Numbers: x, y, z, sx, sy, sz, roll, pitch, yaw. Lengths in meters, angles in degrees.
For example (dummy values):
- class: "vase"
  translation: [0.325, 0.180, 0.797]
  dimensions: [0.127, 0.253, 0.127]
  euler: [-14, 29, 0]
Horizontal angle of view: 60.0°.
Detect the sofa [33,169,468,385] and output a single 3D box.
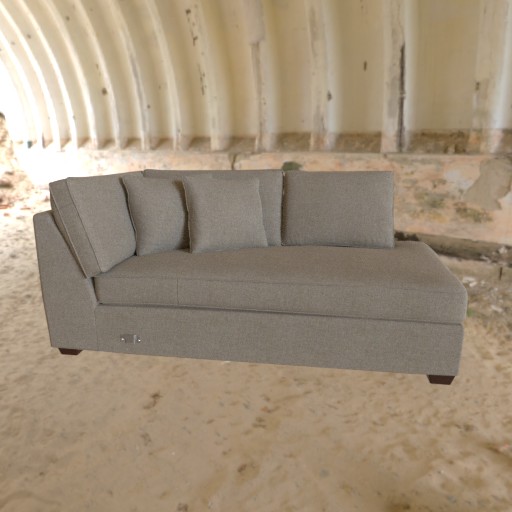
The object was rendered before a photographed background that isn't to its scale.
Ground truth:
- class: "sofa"
  translation: [0.000, 0.000, 2.728]
  dimensions: [2.238, 1.019, 1.110]
  euler: [2, 15, 8]
